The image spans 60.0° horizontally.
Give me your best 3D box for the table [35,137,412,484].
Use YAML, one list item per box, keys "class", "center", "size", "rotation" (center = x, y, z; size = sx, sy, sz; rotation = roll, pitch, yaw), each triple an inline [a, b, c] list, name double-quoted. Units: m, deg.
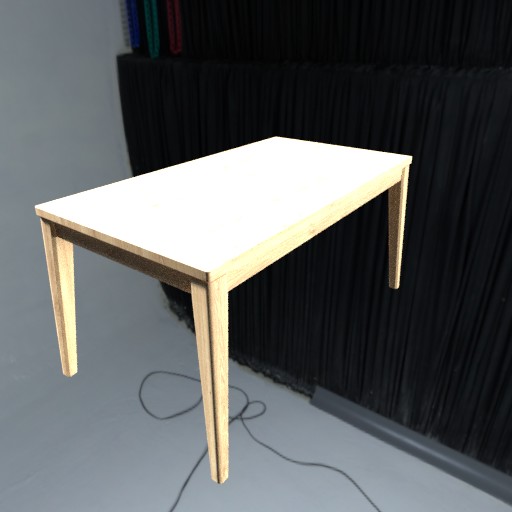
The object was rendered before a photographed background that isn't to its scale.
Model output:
- class: "table"
  center: [0.000, 0.000, 2.084]
  size: [0.900, 0.760, 1.600]
  rotation: [18, 31, 32]
